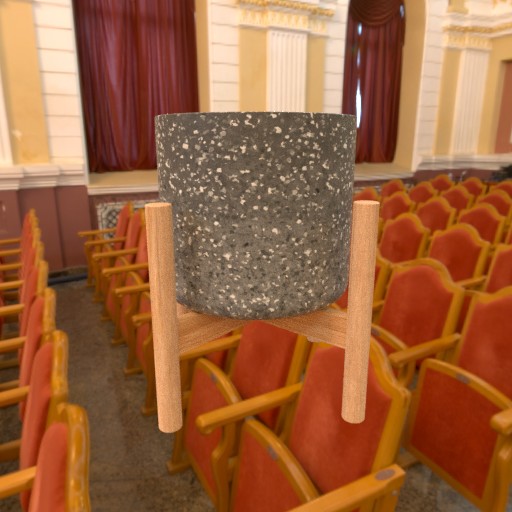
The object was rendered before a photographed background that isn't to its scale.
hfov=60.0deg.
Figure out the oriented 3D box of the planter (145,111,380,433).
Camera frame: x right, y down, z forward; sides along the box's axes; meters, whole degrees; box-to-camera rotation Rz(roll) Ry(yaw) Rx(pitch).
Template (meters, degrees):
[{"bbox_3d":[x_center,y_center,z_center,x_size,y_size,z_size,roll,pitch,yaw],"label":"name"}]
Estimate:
[{"bbox_3d":[0.000,0.000,0.537,0.284,0.320,0.284,-7,16,-26],"label":"planter"}]
